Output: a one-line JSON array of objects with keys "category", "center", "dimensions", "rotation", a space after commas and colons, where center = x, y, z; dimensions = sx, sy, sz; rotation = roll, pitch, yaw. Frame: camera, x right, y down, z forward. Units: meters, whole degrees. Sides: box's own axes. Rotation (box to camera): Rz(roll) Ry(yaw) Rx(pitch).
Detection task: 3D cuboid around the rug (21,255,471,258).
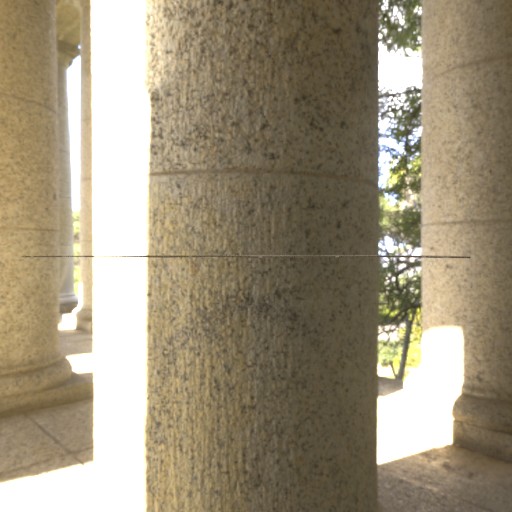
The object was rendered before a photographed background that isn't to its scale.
[{"category": "rug", "center": [0.000, 0.000, 2.156], "dimensions": [1.748, 0.010, 1.142], "rotation": [0, 0, 17]}]
